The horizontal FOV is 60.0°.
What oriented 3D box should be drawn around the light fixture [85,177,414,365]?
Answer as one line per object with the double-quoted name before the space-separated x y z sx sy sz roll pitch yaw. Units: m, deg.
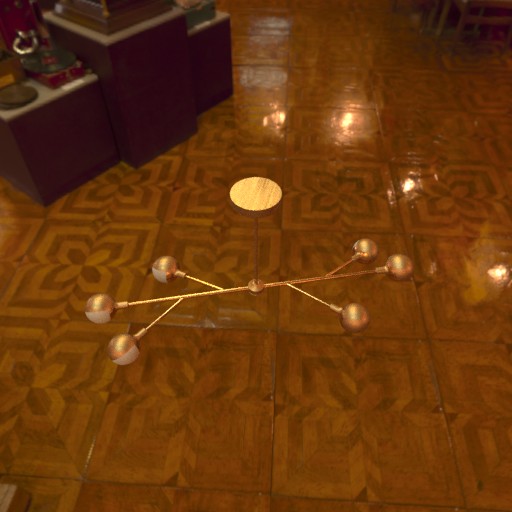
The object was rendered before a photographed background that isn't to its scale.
"light fixture" 0.000 0.000 0.997 0.778 0.362 0.434 4 47 4
